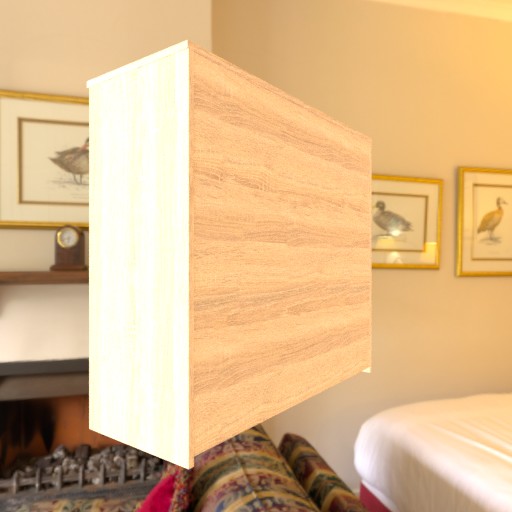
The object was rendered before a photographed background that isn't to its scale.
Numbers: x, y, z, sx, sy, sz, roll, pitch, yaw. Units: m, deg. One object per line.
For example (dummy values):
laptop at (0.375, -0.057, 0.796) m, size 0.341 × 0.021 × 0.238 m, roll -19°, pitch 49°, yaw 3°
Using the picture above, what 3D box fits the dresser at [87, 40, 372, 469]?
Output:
dresser at (0.000, 0.000, 1.428) m, size 0.380 × 0.900 × 0.980 m, roll 0°, pitch 0°, yaw 37°
